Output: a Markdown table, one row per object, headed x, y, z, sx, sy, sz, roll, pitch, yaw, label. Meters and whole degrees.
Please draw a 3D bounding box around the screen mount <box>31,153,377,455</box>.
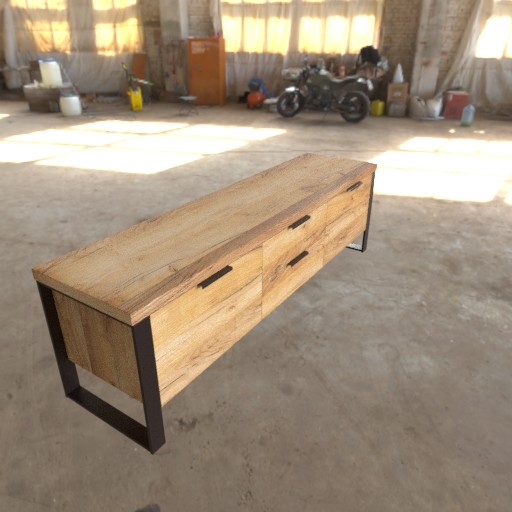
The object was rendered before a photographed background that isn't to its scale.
| x | y | z | sx | sy | sz | roll | pitch | yaw | label |
| --- | --- | --- | --- | --- | --- | --- | --- | --- | --- |
| 0.000 | 0.000 | 1.730 | 0.395 | 0.450 | 1.524 | 17 | 31 | 30 | screen mount |
